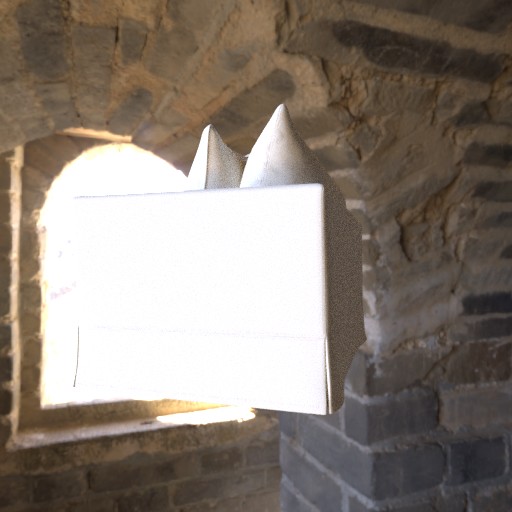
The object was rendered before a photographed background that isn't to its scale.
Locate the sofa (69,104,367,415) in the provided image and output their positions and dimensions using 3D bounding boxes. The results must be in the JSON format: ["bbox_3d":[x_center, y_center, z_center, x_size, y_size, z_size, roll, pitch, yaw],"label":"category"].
[{"bbox_3d":[0.000,0.000,2.274,1.026,1.039,1.608,0,-1,17],"label":"sofa"}]
